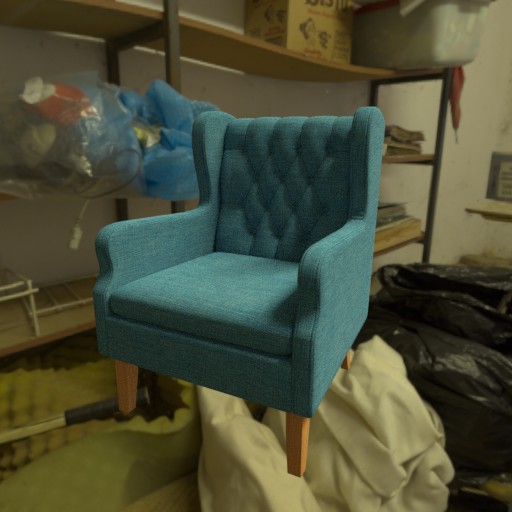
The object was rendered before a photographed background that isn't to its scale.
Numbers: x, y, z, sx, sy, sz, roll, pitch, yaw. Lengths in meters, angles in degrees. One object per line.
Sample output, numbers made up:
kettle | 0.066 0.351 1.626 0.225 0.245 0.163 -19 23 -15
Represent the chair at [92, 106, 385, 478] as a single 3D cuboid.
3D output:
chair | 0.000 0.000 1.479 0.711 0.952 0.775 8 17 27
